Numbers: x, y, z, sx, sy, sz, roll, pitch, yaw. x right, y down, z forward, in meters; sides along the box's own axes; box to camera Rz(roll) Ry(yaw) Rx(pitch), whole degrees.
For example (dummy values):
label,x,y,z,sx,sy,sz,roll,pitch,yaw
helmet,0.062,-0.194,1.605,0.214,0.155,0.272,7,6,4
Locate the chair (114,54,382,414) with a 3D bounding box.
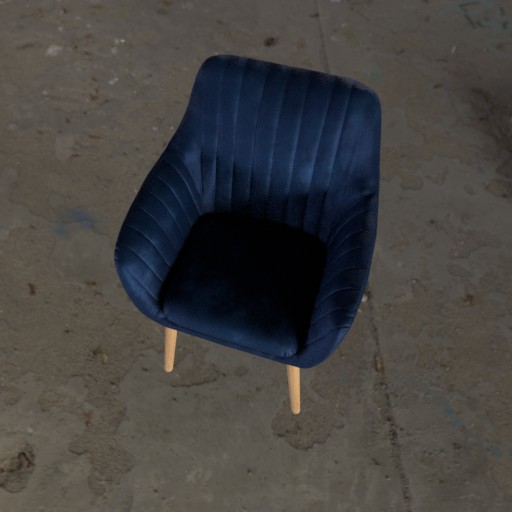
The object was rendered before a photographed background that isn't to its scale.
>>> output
label,x,y,z,sx,sy,sz,roll,pitch,yaw
chair,0.000,0.000,1.236,0.578,0.826,0.573,15,60,9
